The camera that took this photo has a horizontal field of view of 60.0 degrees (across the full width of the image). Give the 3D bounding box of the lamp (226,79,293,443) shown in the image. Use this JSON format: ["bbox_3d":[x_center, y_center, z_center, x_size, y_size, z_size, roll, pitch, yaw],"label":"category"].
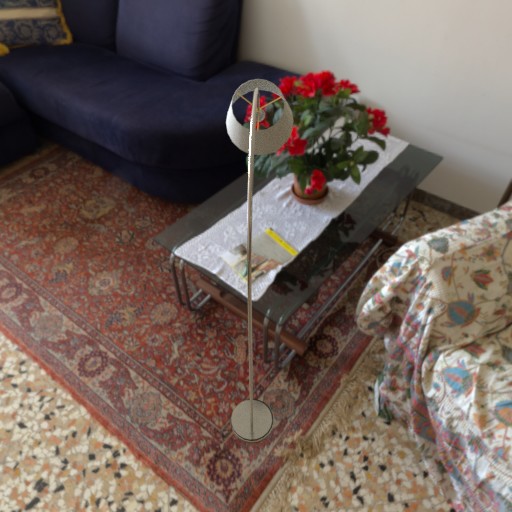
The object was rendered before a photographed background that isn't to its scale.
[{"bbox_3d":[0.000,0.000,2.692,0.406,2.098,1.445,2,46,2],"label":"lamp"}]
